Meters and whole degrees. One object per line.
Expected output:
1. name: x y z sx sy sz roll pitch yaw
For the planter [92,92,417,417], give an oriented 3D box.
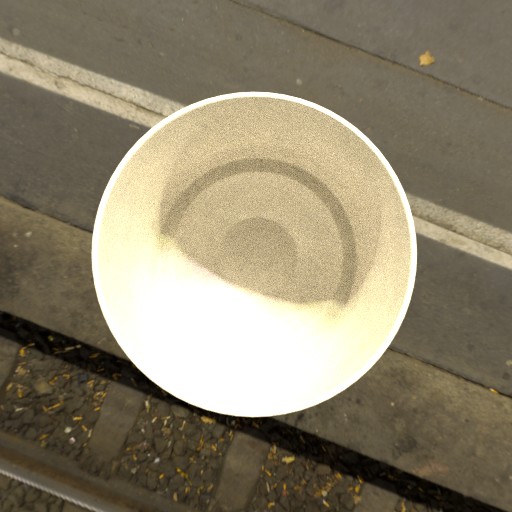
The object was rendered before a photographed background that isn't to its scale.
1. planter: 0.000 0.000 0.458 0.250 0.239 0.250 0 89 1
